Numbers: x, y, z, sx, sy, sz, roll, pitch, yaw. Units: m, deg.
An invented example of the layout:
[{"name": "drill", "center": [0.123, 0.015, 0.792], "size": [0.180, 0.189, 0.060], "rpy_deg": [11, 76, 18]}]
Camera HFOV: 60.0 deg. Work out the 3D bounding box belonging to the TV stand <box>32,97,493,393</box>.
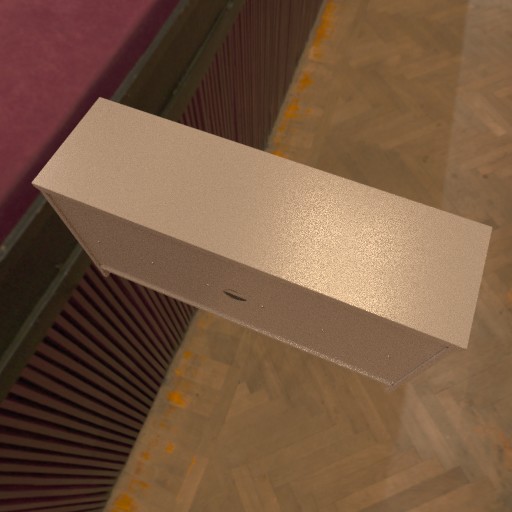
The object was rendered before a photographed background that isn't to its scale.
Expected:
[{"name": "TV stand", "center": [0.000, 0.000, 1.431], "size": [1.167, 0.603, 0.344], "rpy_deg": [21, 65, 10]}]
